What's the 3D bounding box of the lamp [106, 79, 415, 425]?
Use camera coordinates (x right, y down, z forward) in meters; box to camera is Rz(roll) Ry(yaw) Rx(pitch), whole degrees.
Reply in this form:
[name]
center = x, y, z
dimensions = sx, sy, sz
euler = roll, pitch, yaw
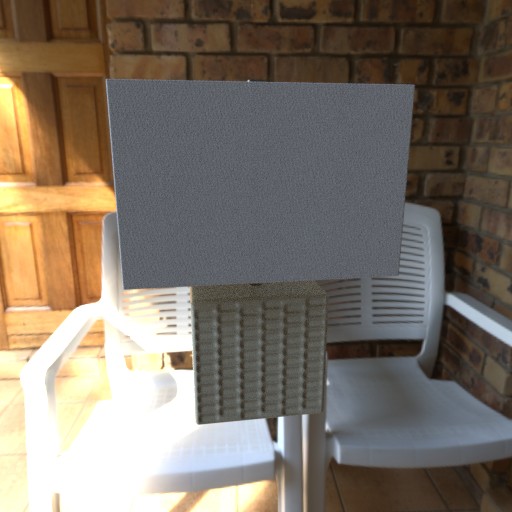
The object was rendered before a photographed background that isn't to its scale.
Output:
[lamp]
center = 0.000, 0.000, 0.694
dimensions = 0.380, 0.515, 0.200
euler = -2, 15, -9
